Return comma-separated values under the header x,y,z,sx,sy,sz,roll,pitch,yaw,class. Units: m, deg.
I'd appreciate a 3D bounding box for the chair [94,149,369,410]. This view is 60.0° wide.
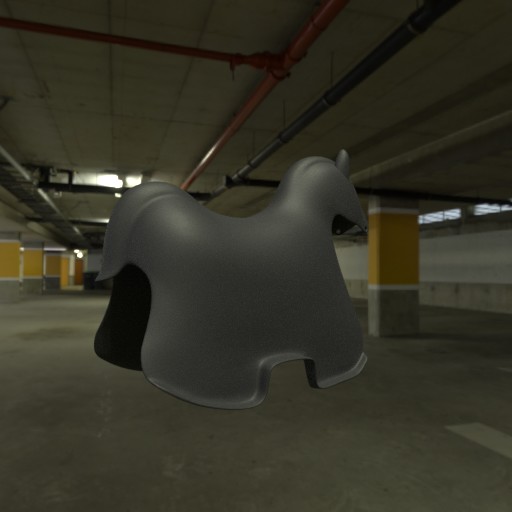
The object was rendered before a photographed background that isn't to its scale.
x,y,z,sx,sy,sz,roll,pitch,yaw,class
0.000,0.000,1.131,0.800,0.612,0.429,2,-3,-36,chair
